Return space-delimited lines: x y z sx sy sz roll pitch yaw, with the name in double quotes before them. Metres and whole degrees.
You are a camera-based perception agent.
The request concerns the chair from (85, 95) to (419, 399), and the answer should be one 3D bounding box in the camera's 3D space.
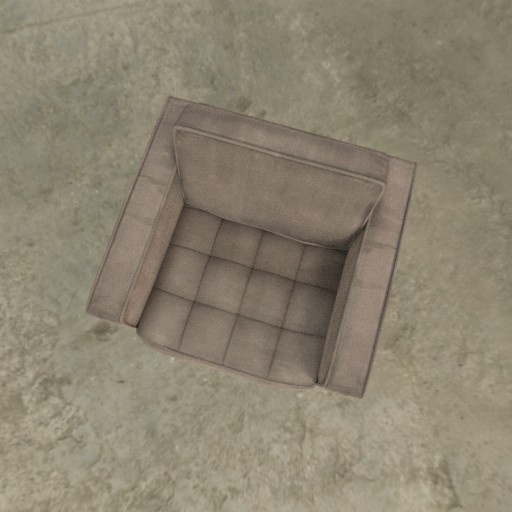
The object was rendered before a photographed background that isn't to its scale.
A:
"chair" 0.000 0.000 1.584 0.928 0.773 0.843 16 77 4
